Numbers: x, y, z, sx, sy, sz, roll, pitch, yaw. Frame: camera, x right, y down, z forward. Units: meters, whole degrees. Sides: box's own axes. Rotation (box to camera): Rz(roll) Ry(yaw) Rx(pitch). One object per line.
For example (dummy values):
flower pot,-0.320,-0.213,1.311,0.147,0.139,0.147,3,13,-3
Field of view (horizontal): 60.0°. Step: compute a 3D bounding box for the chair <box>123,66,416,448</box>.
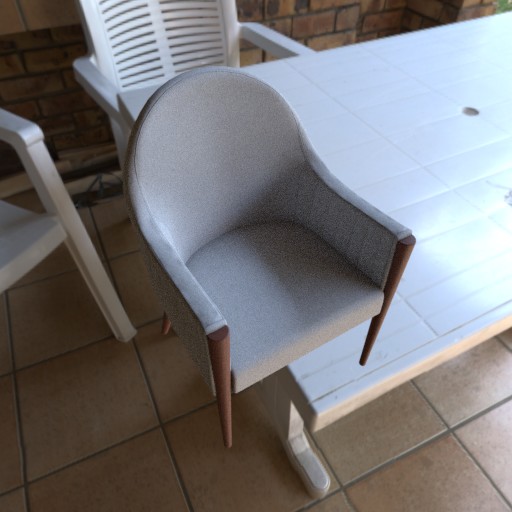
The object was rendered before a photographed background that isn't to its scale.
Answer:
chair,0.000,0.000,1.303,0.610,0.889,0.620,-24,50,-22
